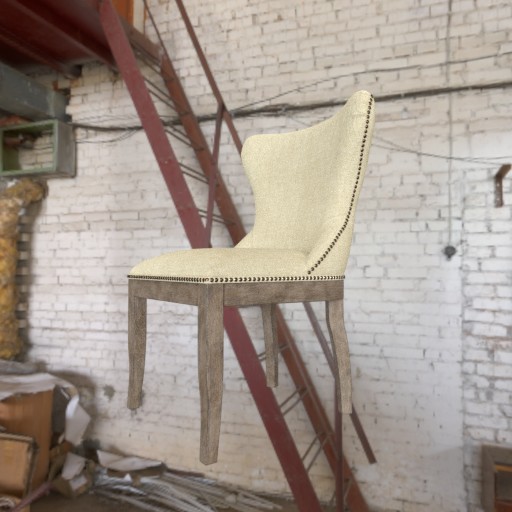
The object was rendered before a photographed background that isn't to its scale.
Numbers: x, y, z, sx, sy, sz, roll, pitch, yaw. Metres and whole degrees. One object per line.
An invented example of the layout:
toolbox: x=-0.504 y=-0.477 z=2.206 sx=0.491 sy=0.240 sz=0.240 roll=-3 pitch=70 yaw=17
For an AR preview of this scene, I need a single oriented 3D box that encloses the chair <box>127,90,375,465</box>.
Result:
chair: x=0.000 y=0.000 z=1.460 sx=0.681 sy=1.002 sz=0.654 roll=1 pitch=-2 yaw=-36
